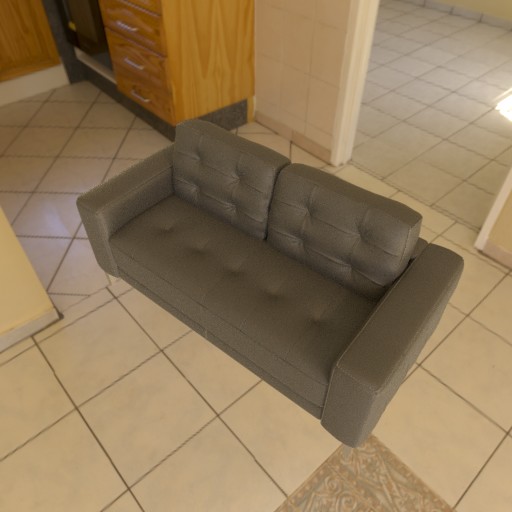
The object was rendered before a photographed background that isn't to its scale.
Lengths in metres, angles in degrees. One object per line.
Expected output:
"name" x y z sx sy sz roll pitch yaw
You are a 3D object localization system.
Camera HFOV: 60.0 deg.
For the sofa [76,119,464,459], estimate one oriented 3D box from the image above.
"sofa" 0.000 0.000 2.201 1.726 0.892 0.833 29 52 26
